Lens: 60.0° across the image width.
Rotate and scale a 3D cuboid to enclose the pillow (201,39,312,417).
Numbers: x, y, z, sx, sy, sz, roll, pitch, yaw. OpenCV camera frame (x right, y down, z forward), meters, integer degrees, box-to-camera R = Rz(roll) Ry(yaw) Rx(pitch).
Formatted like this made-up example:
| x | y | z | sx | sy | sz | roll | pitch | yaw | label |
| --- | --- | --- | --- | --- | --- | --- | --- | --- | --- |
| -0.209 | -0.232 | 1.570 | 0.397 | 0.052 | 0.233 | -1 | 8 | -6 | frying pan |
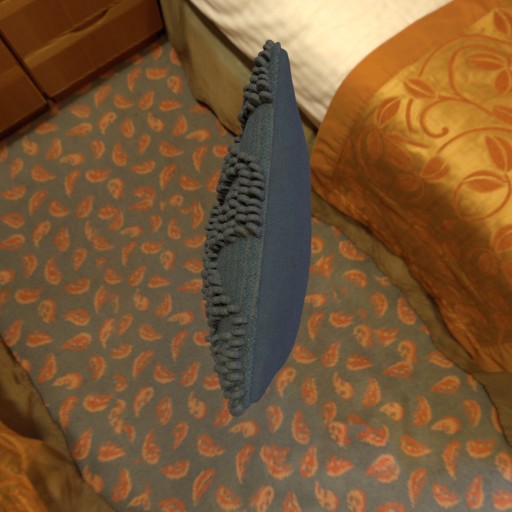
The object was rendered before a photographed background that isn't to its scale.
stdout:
| x | y | z | sx | sy | sz | roll | pitch | yaw | label |
| --- | --- | --- | --- | --- | --- | --- | --- | --- | --- |
| 0.000 | 0.000 | 0.727 | 0.172 | 0.466 | 0.469 | 5 | 74 | 1 | pillow |
